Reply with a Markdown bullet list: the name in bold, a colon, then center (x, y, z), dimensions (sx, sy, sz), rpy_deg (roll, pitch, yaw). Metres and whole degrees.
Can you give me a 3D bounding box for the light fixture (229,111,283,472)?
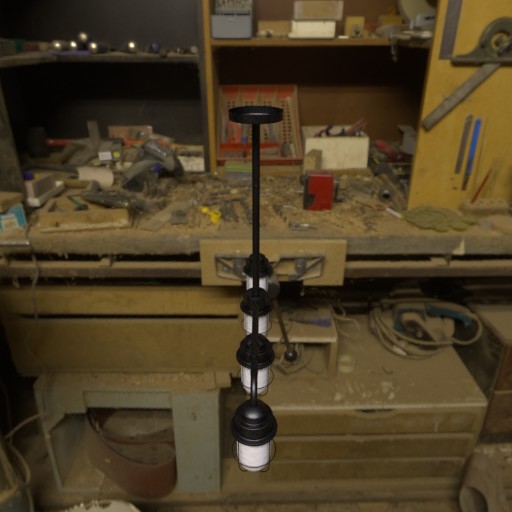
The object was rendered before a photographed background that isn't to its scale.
- **light fixture**: center (0.000, 0.000, 1.239), dimensions (0.131, 0.785, 0.852), rpy_deg (0, 27, 1)
